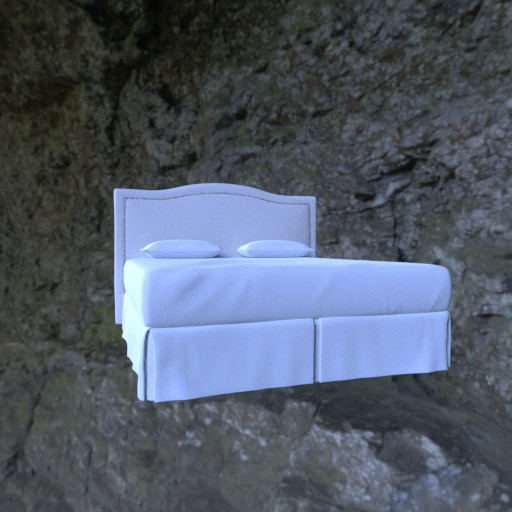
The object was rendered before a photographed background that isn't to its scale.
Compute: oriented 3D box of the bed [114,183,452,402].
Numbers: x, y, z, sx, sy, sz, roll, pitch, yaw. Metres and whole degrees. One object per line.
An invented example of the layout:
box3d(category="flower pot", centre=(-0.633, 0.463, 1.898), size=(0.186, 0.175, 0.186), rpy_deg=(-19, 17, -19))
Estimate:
box3d(category="bed", centre=(0.000, 0.000, 3.493), size=(2.083, 1.421, 2.182), rpy_deg=(0, 1, -19))
